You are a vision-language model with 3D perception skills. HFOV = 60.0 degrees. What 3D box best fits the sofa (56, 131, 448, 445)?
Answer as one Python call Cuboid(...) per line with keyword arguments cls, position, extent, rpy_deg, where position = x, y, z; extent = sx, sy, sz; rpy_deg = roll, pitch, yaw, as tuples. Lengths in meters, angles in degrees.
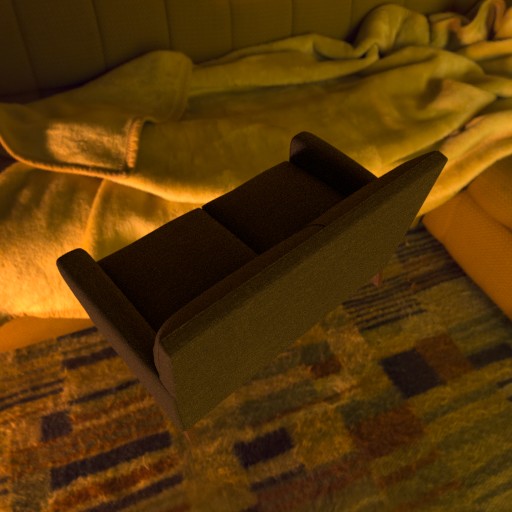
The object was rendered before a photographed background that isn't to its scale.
Cuboid(cls="sofa", position=(0.000, 0.000, 2.085), extent=(1.509, 0.905, 0.867), rpy_deg=(-33, 55, -28))
